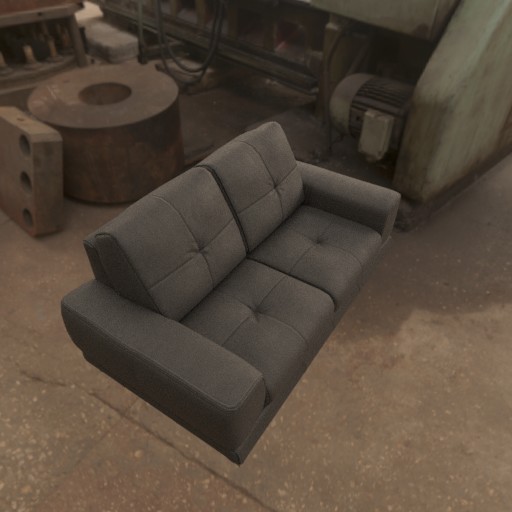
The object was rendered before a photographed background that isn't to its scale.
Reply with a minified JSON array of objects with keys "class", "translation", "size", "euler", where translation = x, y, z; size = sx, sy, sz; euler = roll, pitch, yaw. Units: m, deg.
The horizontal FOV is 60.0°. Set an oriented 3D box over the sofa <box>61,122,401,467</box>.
[{"class":"sofa","translation":[0.000,0.000,2.408],"size":[1.018,0.907,1.806],"euler":[24,46,25]}]
